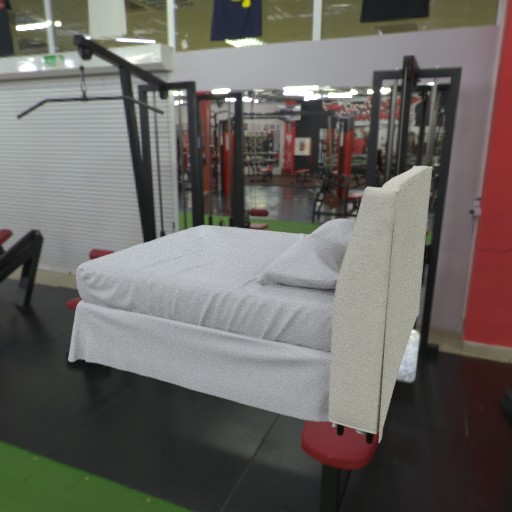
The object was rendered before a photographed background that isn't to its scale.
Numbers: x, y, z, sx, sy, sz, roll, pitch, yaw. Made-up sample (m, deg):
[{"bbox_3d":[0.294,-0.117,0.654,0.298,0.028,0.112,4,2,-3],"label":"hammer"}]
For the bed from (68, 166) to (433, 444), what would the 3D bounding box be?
[{"bbox_3d":[0.000,0.000,3.366,2.276,1.332,1.925,7,16,24],"label":"bed"}]
